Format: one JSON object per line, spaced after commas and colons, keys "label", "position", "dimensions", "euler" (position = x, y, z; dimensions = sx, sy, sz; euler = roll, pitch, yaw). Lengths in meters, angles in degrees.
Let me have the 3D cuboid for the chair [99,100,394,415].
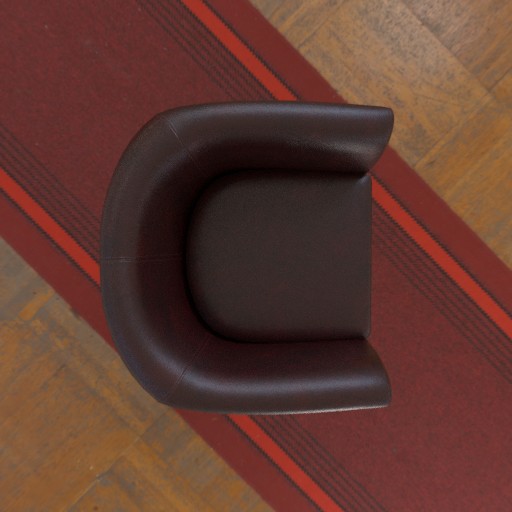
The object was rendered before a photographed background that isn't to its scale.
{"label": "chair", "position": [0.000, 0.000, 1.383], "dimensions": [0.727, 0.756, 0.792], "euler": [0, 91, 1]}
